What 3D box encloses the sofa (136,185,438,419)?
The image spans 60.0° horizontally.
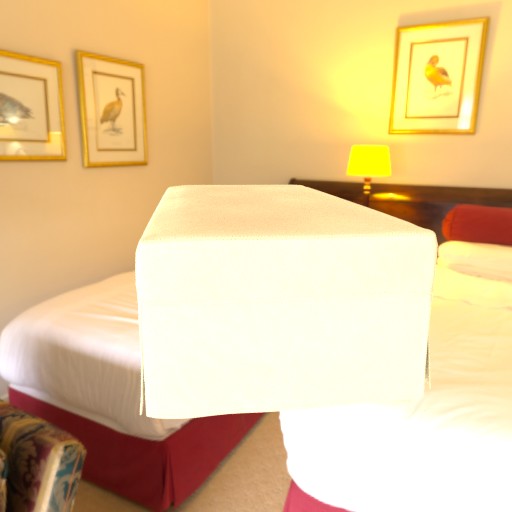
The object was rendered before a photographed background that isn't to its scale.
[{"bbox_3d":[0.000,0.000,2.070,0.939,0.552,1.677,-2,14,-8],"label":"sofa"}]
